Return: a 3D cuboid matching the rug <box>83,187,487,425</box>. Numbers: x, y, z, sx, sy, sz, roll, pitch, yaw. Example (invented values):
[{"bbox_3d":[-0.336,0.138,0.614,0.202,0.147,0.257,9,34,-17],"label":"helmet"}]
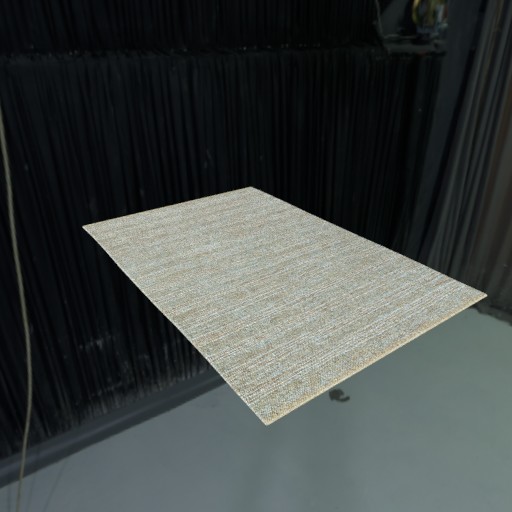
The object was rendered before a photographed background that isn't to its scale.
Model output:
[{"bbox_3d":[0.000,0.000,2.312,1.240,0.010,1.824,-19,33,-31],"label":"rug"}]
